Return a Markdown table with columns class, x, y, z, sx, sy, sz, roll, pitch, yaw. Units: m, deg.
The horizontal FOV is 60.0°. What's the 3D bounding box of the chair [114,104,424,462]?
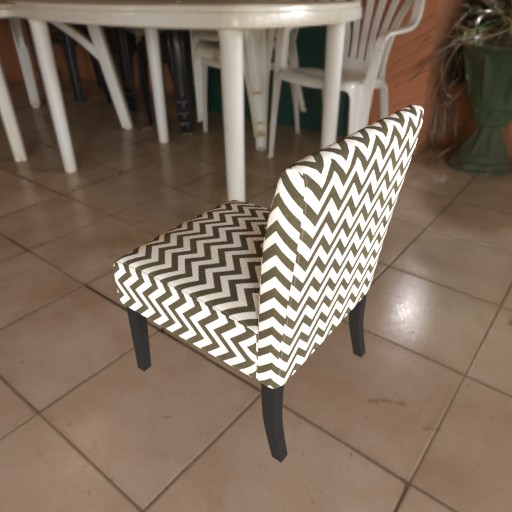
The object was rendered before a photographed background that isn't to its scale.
| class | x | y | z | sx | sy | sz | roll | pitch | yaw |
| --- | --- | --- | --- | --- | --- | --- | --- | --- | --- |
| chair | 0.000 | 0.000 | 1.291 | 0.648 | 0.838 | 0.589 | 21 | 37 | 31 |
